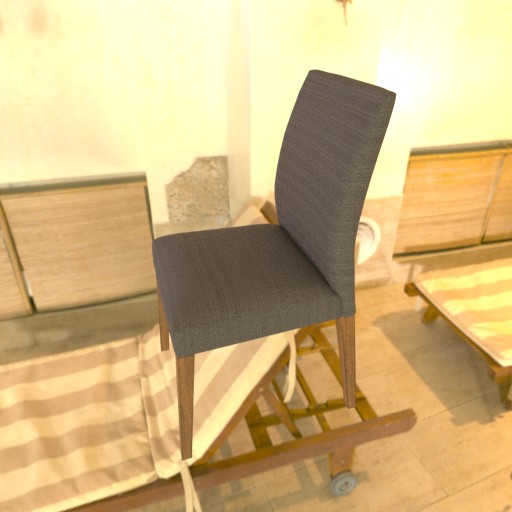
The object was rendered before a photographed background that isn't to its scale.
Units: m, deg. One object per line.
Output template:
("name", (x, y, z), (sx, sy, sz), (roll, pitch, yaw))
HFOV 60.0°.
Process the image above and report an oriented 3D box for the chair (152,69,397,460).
("chair", (0.000, 0.000, 1.281), (0.585, 0.940, 0.496), (-9, 31, -15))
